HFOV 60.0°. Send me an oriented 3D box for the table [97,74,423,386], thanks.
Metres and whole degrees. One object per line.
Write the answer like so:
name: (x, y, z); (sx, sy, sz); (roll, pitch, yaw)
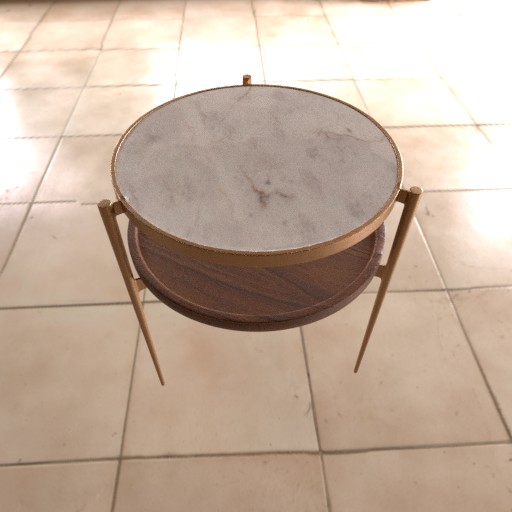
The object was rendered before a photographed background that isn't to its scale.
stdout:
table: (0.000, 0.000, 0.840); (0.430, 0.493, 0.456); (-3, 47, -3)
